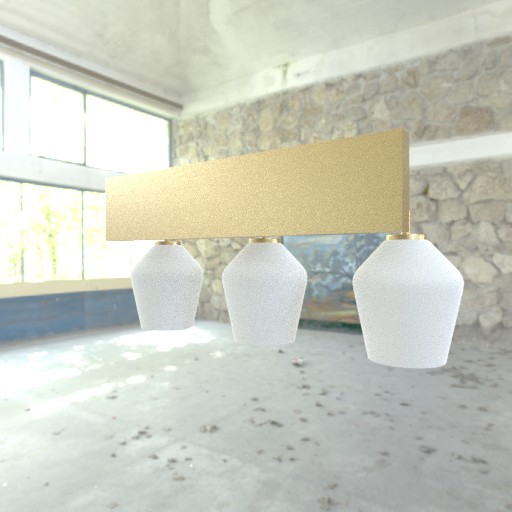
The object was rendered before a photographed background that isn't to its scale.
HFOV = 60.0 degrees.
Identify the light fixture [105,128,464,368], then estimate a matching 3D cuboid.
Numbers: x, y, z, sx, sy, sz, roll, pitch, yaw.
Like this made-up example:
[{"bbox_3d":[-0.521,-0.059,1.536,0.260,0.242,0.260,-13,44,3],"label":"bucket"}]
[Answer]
[{"bbox_3d":[0.000,0.000,0.718,0.609,0.280,0.190,0,0,36],"label":"light fixture"}]
